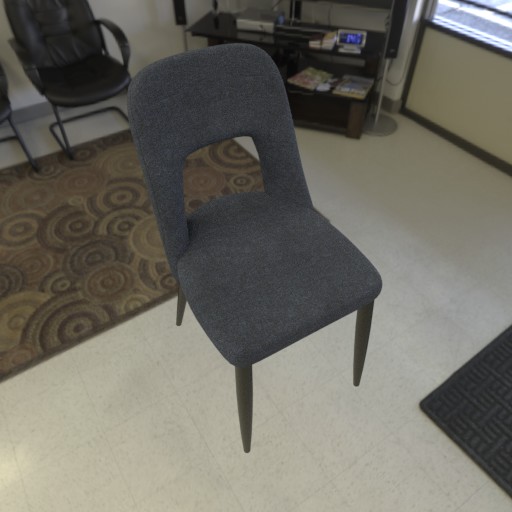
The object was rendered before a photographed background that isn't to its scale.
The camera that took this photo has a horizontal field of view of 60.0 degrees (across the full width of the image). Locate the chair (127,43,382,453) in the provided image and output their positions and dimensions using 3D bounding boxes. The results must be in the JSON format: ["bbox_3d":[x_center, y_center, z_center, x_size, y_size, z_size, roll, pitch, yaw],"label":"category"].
[{"bbox_3d":[0.000,0.000,1.234,0.470,0.931,0.612,-23,51,-21],"label":"chair"}]
